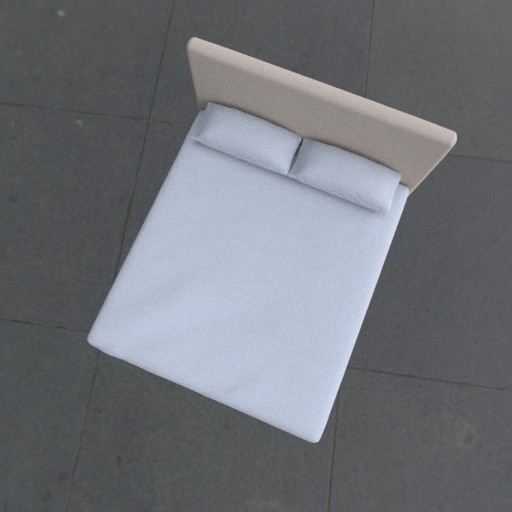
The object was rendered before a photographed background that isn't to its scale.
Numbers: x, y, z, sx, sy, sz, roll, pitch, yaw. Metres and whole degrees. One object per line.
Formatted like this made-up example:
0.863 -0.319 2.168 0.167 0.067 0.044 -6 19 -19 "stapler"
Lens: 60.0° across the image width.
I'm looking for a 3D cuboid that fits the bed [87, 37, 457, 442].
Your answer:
0.000 0.000 3.197 1.884 1.330 2.142 22 78 5 "bed"
